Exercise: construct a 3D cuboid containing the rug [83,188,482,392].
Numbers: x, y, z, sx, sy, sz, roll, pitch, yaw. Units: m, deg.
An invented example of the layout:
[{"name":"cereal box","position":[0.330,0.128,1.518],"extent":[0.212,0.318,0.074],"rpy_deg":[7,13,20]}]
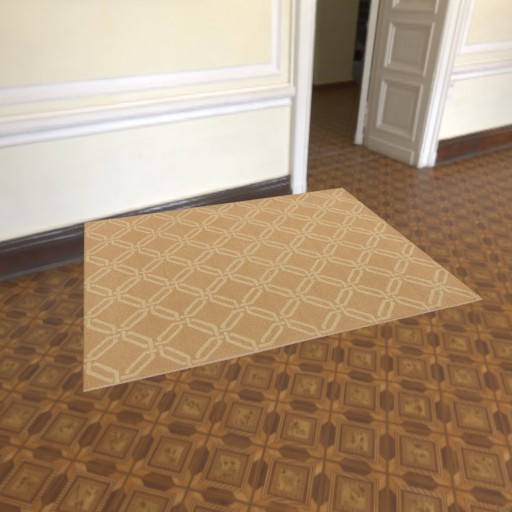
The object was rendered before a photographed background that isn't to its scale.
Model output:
[{"name":"rug","position":[0.000,0.000,3.925],"extent":[2.895,0.018,2.288],"rpy_deg":[-10,33,-15]}]
